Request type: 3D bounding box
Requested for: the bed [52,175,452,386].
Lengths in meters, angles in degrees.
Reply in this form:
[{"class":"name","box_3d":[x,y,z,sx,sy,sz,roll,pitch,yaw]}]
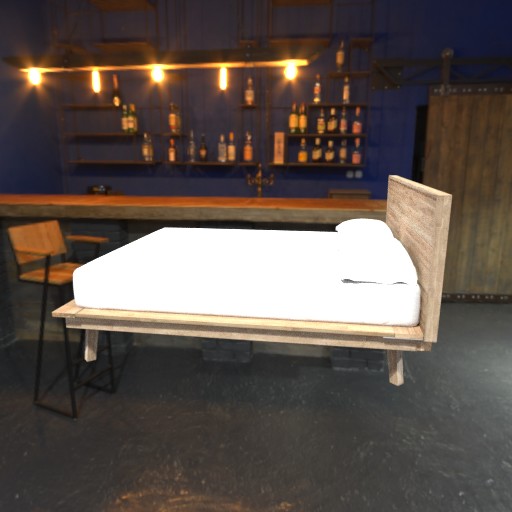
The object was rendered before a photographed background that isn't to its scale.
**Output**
[{"class":"bed","box_3d":[0.000,0.000,3.193,2.145,1.071,1.759,2,13,9]}]
